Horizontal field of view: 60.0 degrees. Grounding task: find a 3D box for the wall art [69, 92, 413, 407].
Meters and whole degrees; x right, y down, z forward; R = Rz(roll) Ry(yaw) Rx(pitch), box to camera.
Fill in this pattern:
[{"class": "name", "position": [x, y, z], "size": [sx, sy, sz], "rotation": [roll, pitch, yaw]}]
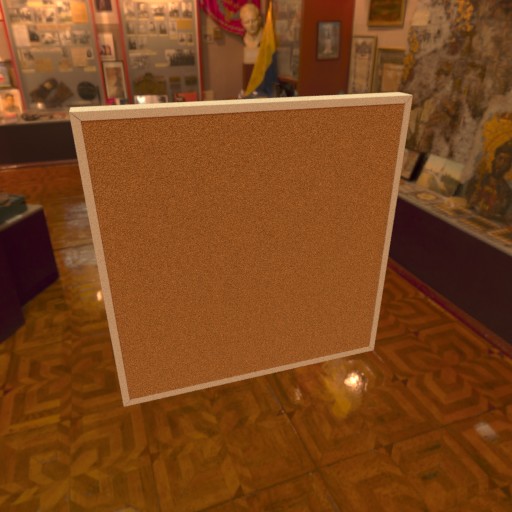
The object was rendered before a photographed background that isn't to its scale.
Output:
[{"class": "wall art", "position": [0.000, 0.000, 0.760], "size": [0.508, 0.508, 0.037], "rotation": [-8, 28, -16]}]
